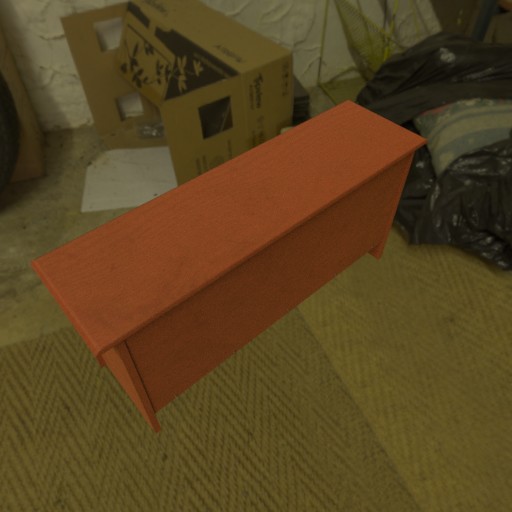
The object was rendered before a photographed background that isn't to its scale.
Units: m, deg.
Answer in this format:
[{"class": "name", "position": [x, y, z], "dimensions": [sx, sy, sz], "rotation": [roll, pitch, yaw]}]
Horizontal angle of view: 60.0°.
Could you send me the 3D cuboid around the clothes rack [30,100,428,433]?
[{"class": "clothes rack", "position": [0.000, 0.000, 1.548], "dimensions": [1.251, 0.594, 0.362], "rotation": [-33, 56, -26]}]
